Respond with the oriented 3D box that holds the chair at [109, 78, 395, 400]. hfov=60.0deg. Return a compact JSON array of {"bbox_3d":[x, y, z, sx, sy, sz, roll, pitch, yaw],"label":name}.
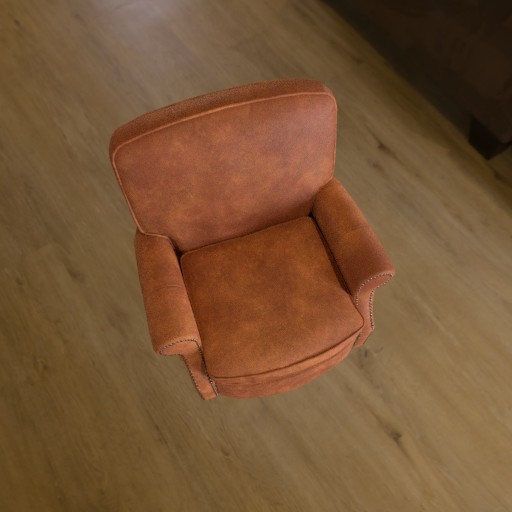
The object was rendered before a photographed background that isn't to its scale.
[{"bbox_3d":[0.000,0.000,1.783,0.936,1.018,0.986,-17,65,-8],"label":"chair"}]
